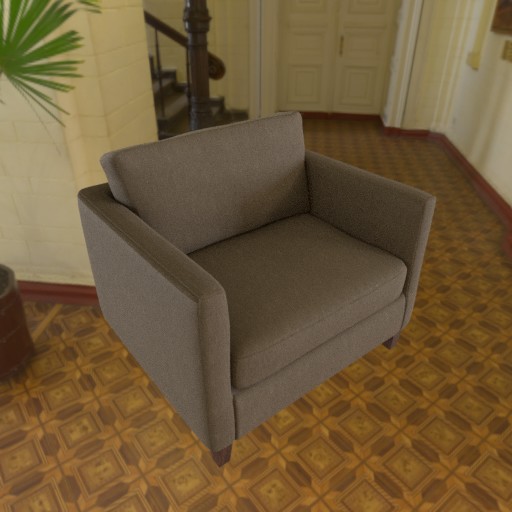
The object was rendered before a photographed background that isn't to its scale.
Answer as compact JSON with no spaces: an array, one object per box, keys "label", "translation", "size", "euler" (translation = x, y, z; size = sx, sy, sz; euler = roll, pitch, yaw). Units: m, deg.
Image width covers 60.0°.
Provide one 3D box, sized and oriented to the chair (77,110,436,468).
[{"label":"chair","translation":[0.000,0.000,1.846],"size":[1.107,0.963,0.959],"euler":[-22,38,-32]}]
